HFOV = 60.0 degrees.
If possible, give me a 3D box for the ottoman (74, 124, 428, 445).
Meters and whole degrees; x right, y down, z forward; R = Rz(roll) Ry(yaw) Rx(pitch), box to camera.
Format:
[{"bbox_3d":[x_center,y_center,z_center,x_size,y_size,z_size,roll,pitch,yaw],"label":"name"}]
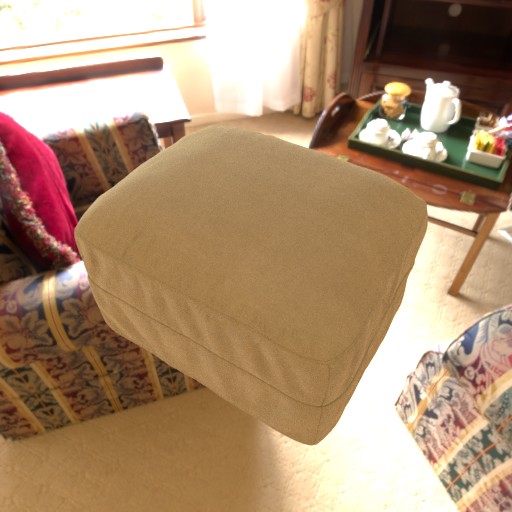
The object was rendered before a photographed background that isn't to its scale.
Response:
[{"bbox_3d":[0.000,0.000,1.128,0.712,0.480,0.584,24,50,22],"label":"ottoman"}]
